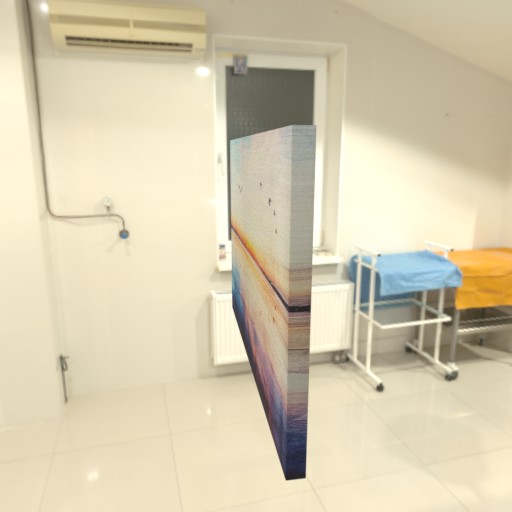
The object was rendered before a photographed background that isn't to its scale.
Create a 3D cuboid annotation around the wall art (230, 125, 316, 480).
[{"bbox_3d":[0.000,0.000,1.155,0.037,0.605,0.911,-2,13,-9],"label":"wall art"}]
